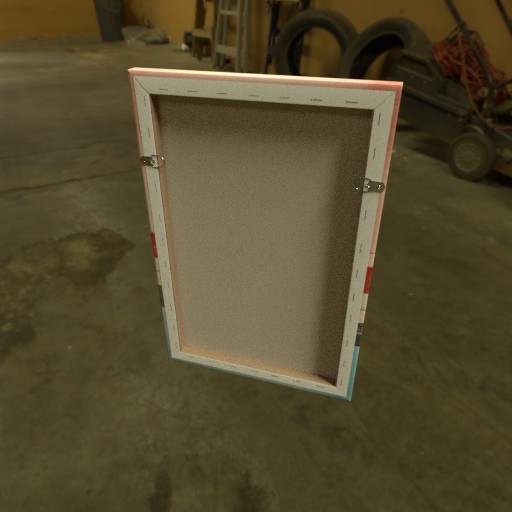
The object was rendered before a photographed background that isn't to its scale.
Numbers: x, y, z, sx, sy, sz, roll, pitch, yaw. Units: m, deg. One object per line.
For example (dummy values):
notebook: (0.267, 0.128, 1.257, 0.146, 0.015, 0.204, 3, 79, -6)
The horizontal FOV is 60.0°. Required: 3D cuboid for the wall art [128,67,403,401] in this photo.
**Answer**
wall art: (0.000, 0.000, 1.196, 0.610, 0.914, 0.038, 9, 33, 14)
